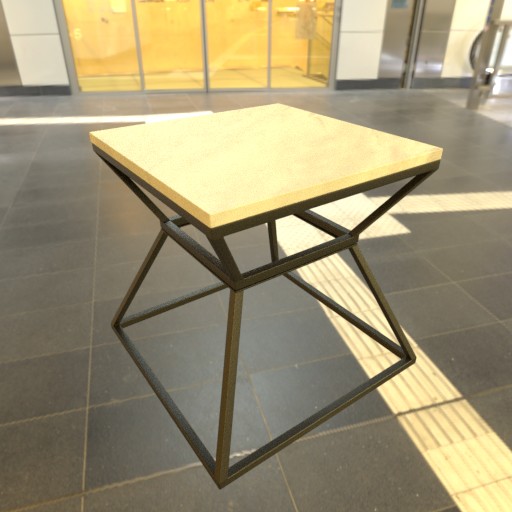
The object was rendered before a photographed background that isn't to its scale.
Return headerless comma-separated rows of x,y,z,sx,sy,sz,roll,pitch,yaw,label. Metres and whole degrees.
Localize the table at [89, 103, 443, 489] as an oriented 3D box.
0.000,0.000,0.818,0.455,0.431,0.455,-20,36,-30,table
